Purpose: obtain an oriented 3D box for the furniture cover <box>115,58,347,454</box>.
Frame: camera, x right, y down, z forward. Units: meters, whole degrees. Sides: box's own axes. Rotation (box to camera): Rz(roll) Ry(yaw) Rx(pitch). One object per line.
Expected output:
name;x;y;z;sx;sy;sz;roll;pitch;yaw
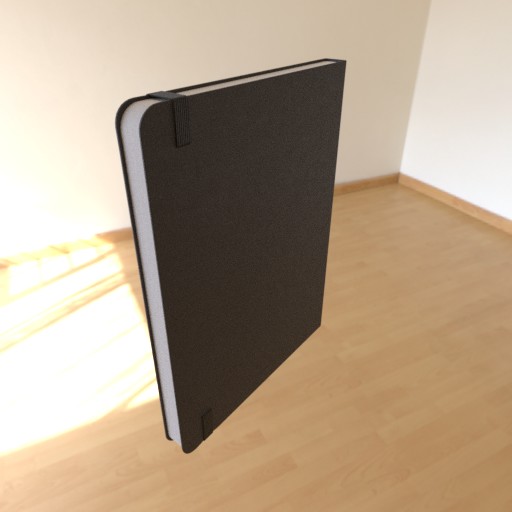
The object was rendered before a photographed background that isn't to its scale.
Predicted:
furniture cover;0.000;0.000;0.368;0.023;0.281;0.216;22;37;32
